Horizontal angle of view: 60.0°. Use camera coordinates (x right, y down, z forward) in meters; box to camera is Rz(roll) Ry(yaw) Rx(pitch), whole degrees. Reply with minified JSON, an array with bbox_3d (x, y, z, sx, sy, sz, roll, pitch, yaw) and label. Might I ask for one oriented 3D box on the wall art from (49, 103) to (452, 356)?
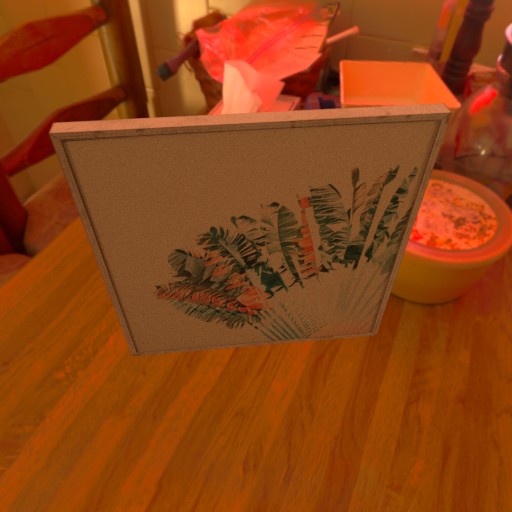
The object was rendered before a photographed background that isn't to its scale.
[{"bbox_3d":[0.000,0.000,1.116,0.760,0.757,0.038,-4,46,-4],"label":"wall art"}]
